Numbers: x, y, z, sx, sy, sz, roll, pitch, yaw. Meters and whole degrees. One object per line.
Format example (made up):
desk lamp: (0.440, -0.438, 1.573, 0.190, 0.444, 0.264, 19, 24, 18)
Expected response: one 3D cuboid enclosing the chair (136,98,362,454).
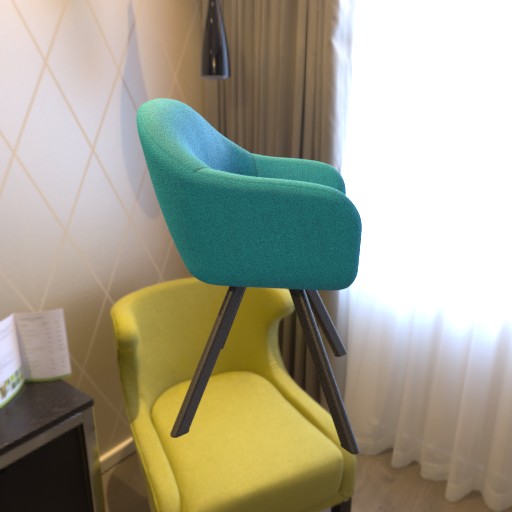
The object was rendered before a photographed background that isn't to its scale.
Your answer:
chair: (0.000, 0.000, 1.181, 0.550, 0.795, 0.590, 2, 17, 7)
